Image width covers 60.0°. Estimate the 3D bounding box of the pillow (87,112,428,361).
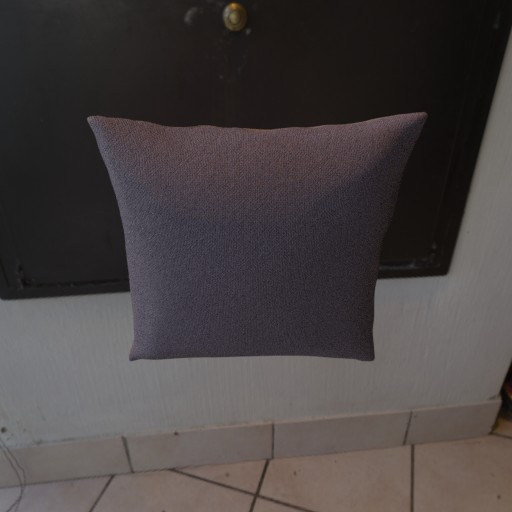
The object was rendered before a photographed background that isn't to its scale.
[{"bbox_3d":[0.000,0.000,0.693,0.452,0.439,0.204,0,31,-1],"label":"pillow"}]
